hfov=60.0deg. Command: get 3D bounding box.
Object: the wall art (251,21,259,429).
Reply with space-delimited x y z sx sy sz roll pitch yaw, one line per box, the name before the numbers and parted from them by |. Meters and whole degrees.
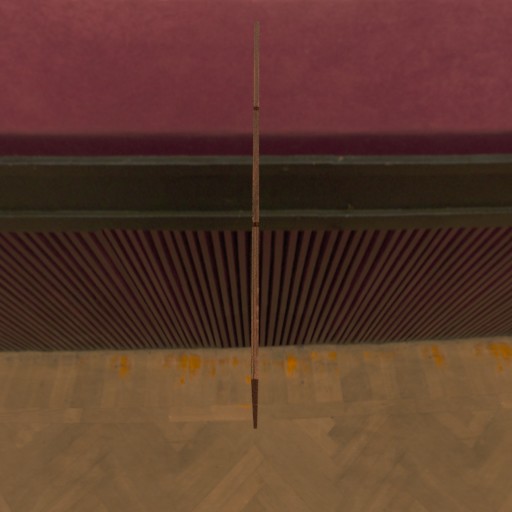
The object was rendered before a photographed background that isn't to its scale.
wall art | 0.000 0.000 1.363 0.013 0.914 0.915 0 64 0
